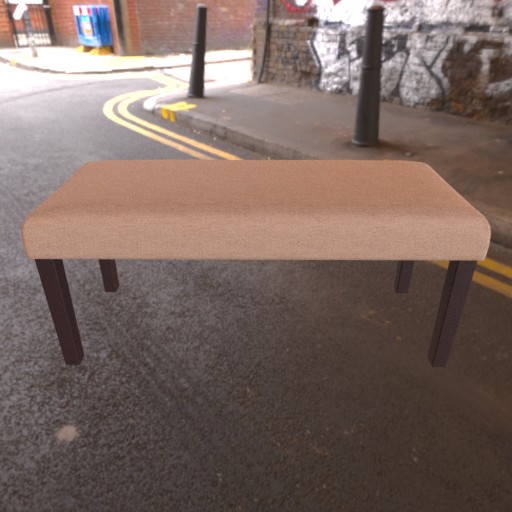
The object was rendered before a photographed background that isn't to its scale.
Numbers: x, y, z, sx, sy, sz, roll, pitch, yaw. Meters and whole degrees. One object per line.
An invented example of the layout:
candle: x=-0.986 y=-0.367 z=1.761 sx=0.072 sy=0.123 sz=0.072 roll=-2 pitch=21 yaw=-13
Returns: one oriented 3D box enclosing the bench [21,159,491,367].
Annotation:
bench: x=0.000 y=0.000 z=1.202 sx=1.013 sy=0.456 sz=0.407 roll=0 pitch=29 yaw=0
